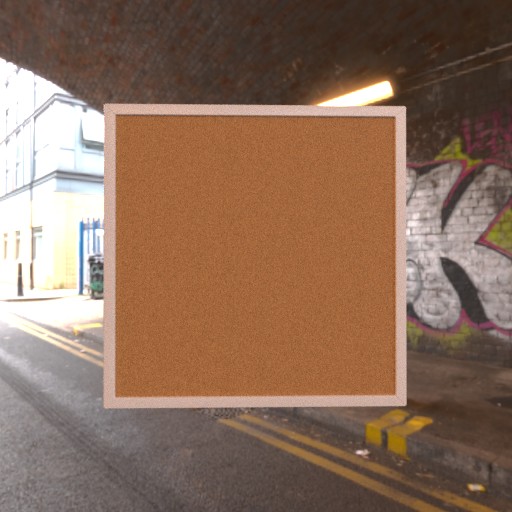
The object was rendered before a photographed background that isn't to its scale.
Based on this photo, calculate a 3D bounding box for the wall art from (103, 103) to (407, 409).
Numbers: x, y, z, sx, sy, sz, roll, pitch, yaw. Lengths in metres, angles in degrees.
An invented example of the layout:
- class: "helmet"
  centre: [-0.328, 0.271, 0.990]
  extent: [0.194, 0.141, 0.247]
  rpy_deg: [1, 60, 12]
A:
- class: "wall art"
  centre: [0.000, 0.000, 0.762]
  extent: [0.508, 0.508, 0.038]
  rpy_deg: [0, 0, -1]
